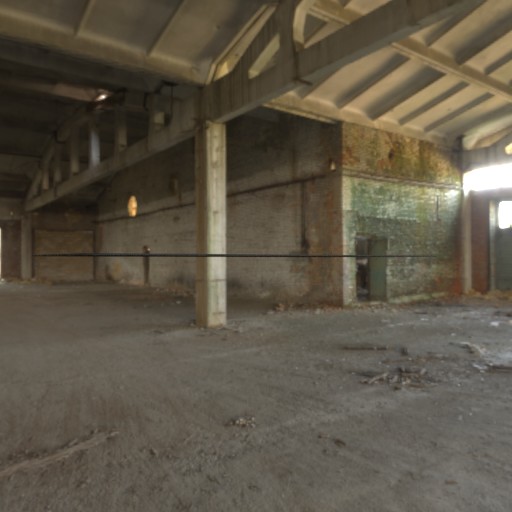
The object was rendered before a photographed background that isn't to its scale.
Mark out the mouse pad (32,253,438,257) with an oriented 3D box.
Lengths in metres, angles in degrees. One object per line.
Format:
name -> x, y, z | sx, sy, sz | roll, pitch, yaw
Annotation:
mouse pad -> 0.000, 0.000, 1.058 | 0.907, 0.003, 0.424 | 0, 0, -37
